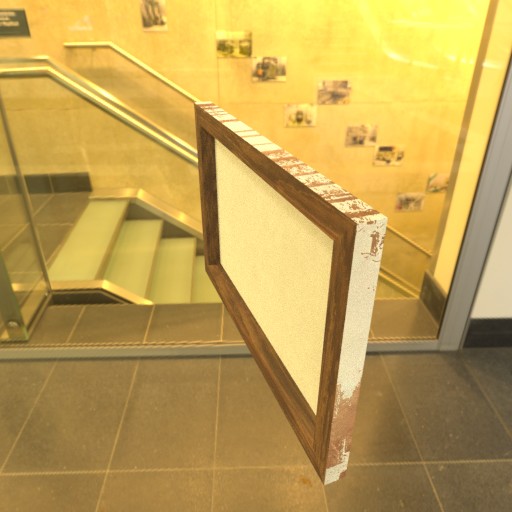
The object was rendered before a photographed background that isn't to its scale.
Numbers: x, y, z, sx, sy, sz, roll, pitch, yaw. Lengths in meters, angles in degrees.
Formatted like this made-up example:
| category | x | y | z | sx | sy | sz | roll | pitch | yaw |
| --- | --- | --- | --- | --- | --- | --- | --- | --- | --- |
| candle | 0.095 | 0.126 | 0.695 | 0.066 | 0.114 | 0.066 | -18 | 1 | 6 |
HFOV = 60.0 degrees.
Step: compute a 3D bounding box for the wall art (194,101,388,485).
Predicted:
| category | x | y | z | sx | sy | sz | roll | pitch | yaw |
| --- | --- | --- | --- | --- | --- | --- | --- | --- | --- |
| wall art | 0.000 | 0.000 | 0.768 | 0.035 | 0.405 | 0.609 | -11 | 32 | -18 |
